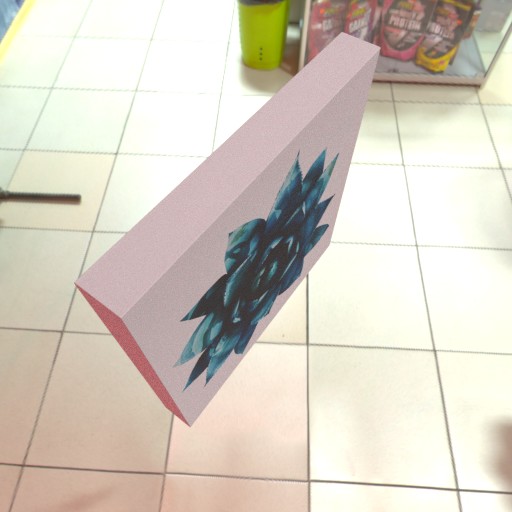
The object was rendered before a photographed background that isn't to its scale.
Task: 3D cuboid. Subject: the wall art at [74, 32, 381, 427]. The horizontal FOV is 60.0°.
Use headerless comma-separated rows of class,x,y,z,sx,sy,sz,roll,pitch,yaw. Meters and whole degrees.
wall art,0.000,0.000,0.443,0.038,0.305,0.305,32,63,18
